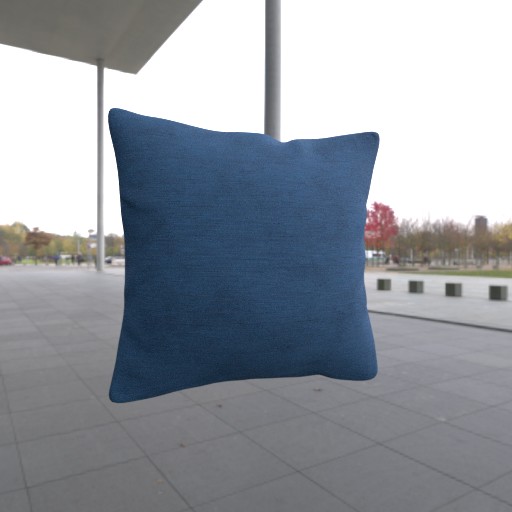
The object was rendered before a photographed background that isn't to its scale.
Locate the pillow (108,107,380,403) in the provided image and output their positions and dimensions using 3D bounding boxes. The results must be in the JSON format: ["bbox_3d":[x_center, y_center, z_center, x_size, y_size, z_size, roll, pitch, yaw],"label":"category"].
[{"bbox_3d":[0.000,0.000,0.688,0.437,0.420,0.177,0,0,-17],"label":"pillow"}]
